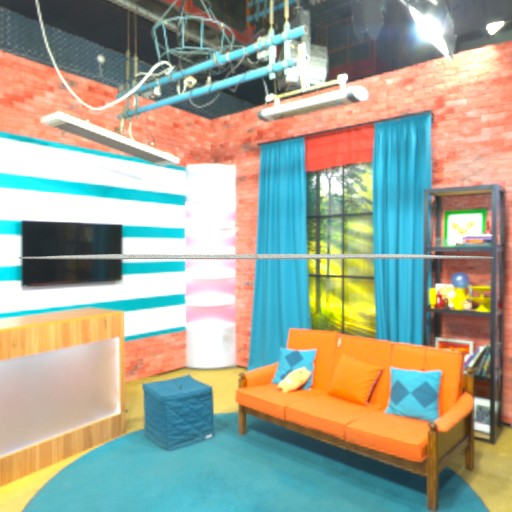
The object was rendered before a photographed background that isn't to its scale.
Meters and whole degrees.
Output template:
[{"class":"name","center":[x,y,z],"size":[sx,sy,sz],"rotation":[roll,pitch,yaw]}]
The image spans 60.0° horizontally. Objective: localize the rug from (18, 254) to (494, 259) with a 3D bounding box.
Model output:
[{"class":"rug","center":[0.000,0.000,3.034],"size":[2.442,0.016,1.527],"rotation":[0,1,0]}]
